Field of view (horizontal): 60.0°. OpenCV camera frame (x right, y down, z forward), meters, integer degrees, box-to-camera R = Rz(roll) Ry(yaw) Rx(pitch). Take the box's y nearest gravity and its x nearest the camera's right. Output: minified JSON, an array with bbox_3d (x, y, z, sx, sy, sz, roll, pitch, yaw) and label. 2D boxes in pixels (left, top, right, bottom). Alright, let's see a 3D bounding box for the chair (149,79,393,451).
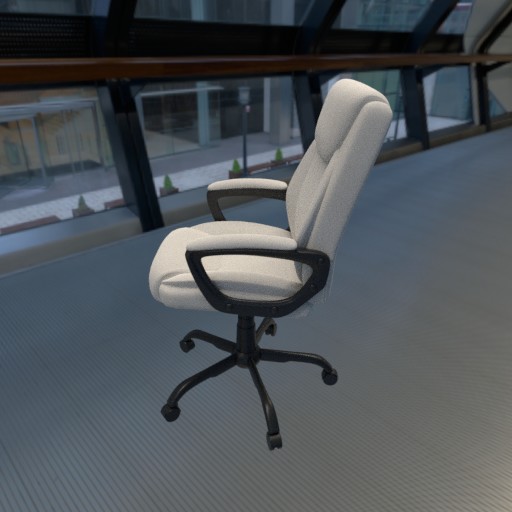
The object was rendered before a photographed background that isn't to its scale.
[{"bbox_3d":[0.000,0.000,1.450,0.669,1.065,0.663,0,26,1],"label":"chair"}]
